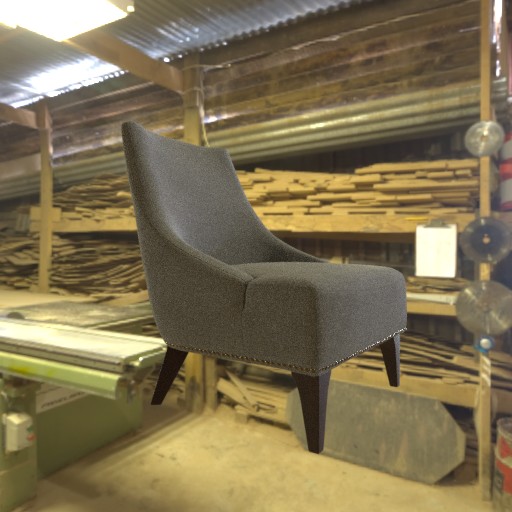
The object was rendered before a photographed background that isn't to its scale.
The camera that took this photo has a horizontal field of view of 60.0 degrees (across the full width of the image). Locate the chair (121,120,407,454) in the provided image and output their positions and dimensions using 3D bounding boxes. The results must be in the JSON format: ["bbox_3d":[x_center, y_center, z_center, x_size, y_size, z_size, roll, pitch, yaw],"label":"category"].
[{"bbox_3d":[0.000,0.000,1.508,0.861,0.909,0.701,1,1,34],"label":"chair"}]
